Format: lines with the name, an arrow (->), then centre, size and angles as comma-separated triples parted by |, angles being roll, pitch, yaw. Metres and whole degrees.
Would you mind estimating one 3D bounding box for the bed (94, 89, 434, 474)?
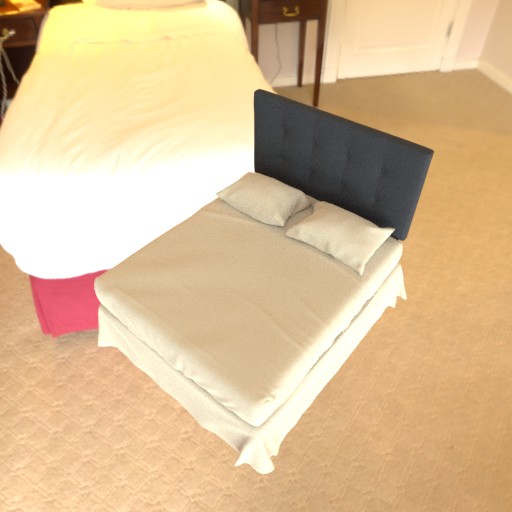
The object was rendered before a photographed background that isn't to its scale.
bed -> 0.000, 0.000, 3.496 | 1.936, 1.577, 2.222 | 30, 52, 27
